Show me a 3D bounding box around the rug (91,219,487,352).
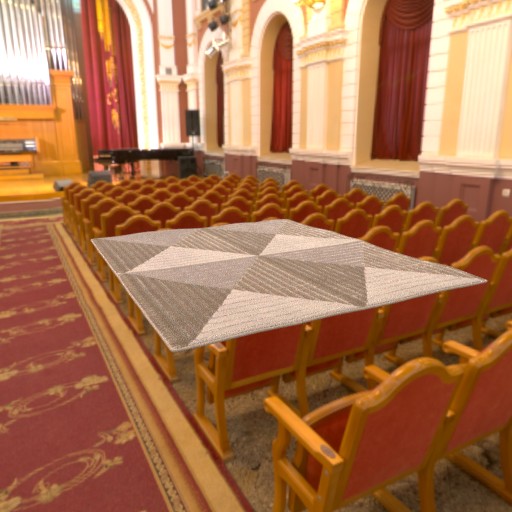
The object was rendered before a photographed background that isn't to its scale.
[{"bbox_3d":[0.000,0.000,0.890,0.551,0.008,0.642,-8,17,-27],"label":"rug"}]
